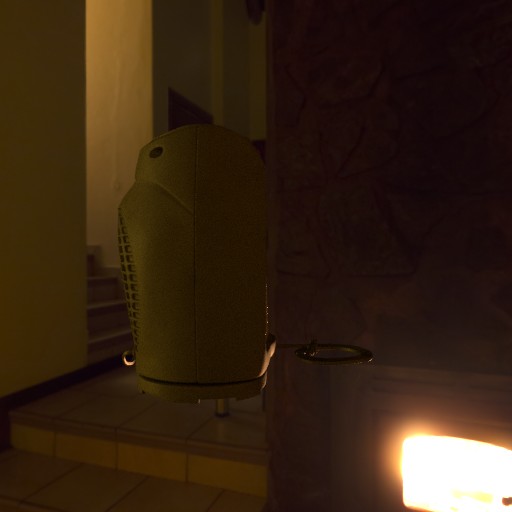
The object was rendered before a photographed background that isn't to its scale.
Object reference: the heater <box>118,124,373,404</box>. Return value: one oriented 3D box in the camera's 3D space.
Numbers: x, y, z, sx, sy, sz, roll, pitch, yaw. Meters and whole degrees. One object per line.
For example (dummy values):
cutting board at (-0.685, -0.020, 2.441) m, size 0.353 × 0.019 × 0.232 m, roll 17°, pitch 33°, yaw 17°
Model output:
heater at (0.000, 0.000, 0.486) m, size 0.291 × 0.255 × 0.239 m, roll 0°, pitch 1°, yaw 0°
